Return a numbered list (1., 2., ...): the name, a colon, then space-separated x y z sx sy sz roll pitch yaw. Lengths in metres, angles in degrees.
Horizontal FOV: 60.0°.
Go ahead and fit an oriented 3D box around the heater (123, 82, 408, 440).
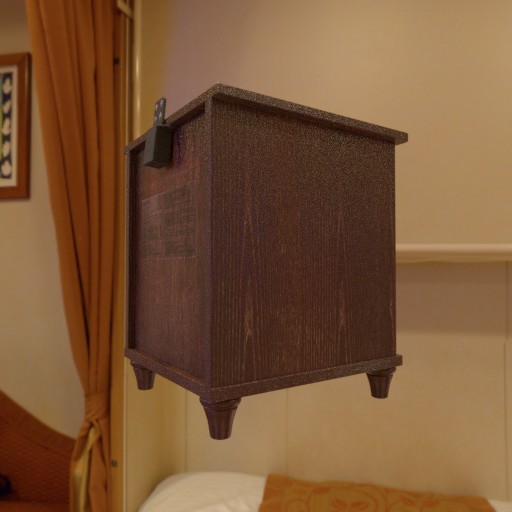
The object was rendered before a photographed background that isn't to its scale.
1. heater: 0.000 0.000 0.783 0.400 0.481 0.362 1 -1 -34
